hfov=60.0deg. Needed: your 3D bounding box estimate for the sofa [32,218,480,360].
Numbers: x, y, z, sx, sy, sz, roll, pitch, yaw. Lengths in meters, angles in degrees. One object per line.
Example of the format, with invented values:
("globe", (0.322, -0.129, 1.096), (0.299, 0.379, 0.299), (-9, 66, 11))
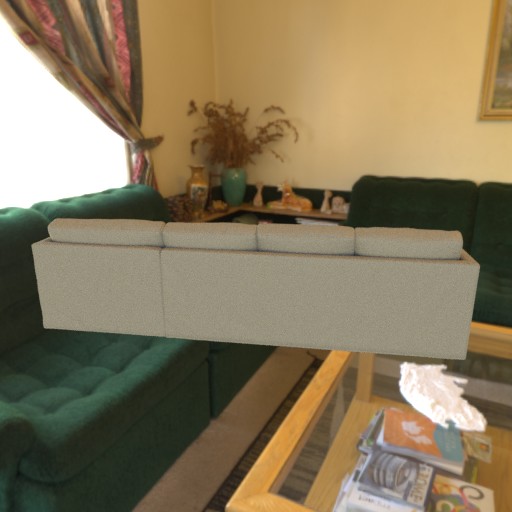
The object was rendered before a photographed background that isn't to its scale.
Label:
("sofa", (0.000, 0.000, 3.905), (3.177, 0.867, 1.622), (3, 17, 9))
